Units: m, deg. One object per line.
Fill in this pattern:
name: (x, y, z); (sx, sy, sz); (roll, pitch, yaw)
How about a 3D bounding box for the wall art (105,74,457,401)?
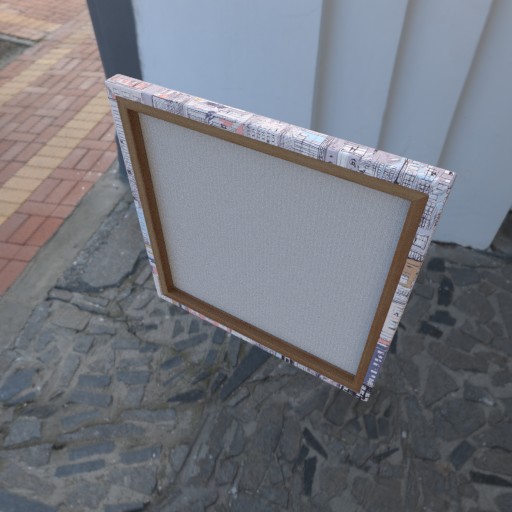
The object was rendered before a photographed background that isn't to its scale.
wall art: (0.000, 0.000, 1.138); (0.761, 0.762, 0.048); (23, 50, 21)
